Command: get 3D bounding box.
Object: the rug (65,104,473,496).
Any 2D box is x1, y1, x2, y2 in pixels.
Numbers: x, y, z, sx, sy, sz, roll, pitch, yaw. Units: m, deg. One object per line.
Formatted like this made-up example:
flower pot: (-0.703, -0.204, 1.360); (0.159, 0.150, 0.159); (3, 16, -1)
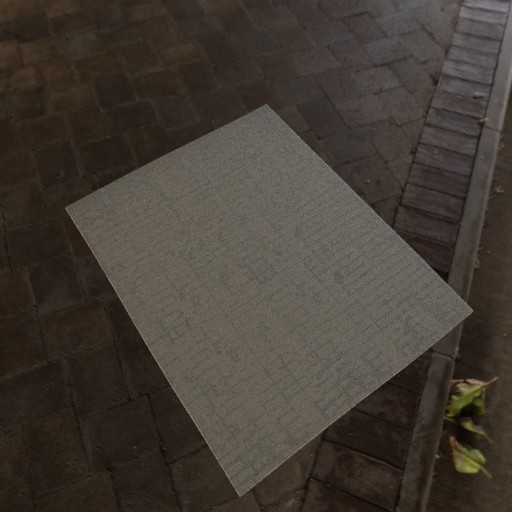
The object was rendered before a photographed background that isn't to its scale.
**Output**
rug: (0.000, 0.000, 4.075); (2.447, 0.014, 3.061); (-32, 66, -16)
